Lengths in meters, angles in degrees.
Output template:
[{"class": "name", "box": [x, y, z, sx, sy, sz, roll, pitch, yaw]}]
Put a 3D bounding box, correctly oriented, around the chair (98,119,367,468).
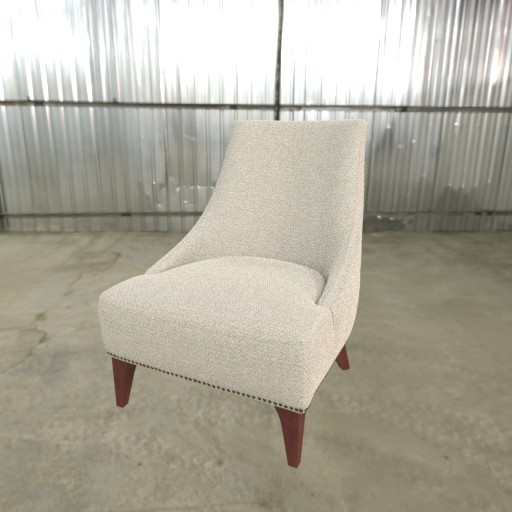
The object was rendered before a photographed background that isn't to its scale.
[{"class": "chair", "box": [0.000, 0.000, 1.531, 0.701, 0.909, 0.861, 8, 18, 25]}]
